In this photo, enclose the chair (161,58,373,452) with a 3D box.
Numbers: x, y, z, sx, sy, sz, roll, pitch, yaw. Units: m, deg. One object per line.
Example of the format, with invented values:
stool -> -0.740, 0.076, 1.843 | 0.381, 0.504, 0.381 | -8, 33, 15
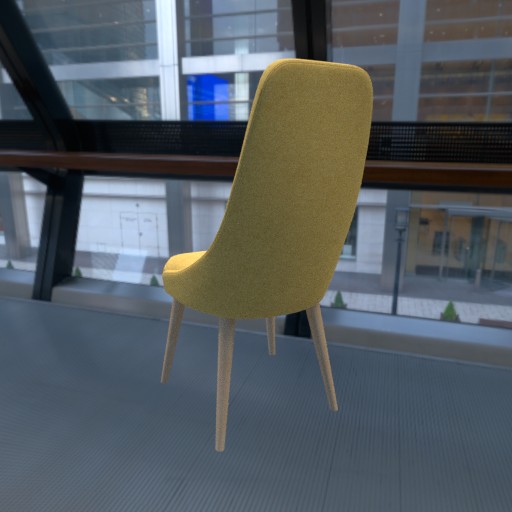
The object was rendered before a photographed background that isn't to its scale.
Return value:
chair -> 0.000, 0.000, 1.390 | 0.510, 1.040, 0.660 | -8, 16, -28
